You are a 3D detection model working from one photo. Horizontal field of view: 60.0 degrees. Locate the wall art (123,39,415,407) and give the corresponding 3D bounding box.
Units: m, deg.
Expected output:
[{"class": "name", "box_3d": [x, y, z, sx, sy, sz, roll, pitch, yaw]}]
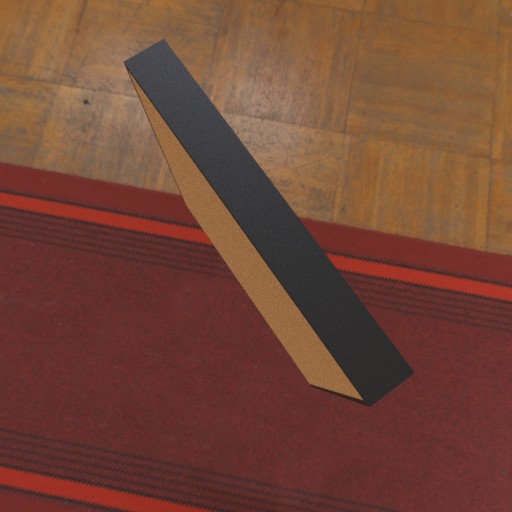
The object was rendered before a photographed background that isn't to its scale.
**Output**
[{"class": "wall art", "box_3d": [0.000, 0.000, 0.457, 0.037, 0.303, 0.304, -34, 78, -8]}]
